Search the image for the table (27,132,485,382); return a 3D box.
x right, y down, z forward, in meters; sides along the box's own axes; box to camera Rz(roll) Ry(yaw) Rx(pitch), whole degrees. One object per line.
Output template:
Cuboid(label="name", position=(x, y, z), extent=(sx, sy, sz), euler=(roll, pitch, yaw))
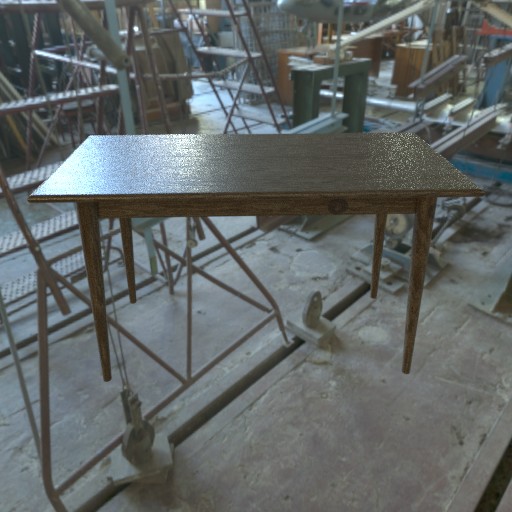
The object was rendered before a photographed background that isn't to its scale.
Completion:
Cuboid(label="table", position=(0.000, 0.000, 1.712), extent=(1.300, 0.780, 0.599), euler=(-1, 31, -2))
